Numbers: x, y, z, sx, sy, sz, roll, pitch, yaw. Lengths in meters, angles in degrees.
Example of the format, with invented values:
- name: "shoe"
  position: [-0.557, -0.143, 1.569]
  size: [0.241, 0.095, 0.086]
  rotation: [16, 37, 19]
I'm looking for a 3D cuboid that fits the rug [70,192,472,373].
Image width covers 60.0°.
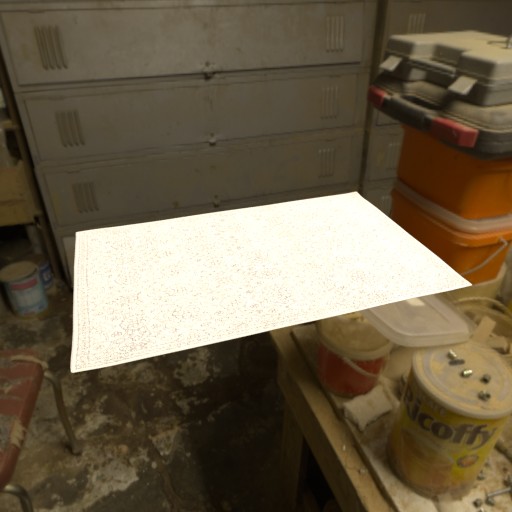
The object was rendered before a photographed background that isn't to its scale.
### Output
- name: "rug"
  position: [0.000, 0.000, 3.124]
  size: [2.434, 0.023, 1.518]
  rotation: [-10, 34, -15]
